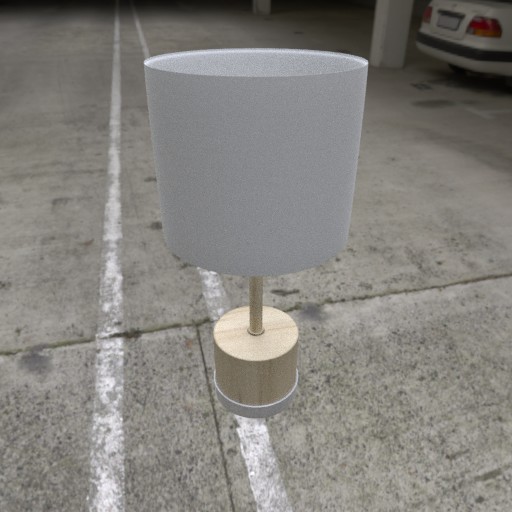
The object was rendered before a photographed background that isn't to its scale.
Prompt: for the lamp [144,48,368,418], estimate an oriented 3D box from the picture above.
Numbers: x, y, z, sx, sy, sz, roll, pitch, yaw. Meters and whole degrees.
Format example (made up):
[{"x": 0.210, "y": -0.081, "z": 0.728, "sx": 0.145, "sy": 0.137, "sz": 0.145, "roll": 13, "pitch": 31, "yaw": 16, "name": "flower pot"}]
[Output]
[{"x": 0.000, "y": 0.000, "z": 0.576, "sx": 0.229, "sy": 0.470, "sz": 0.229, "roll": -8, "pitch": 31, "yaw": -13, "name": "lamp"}]
